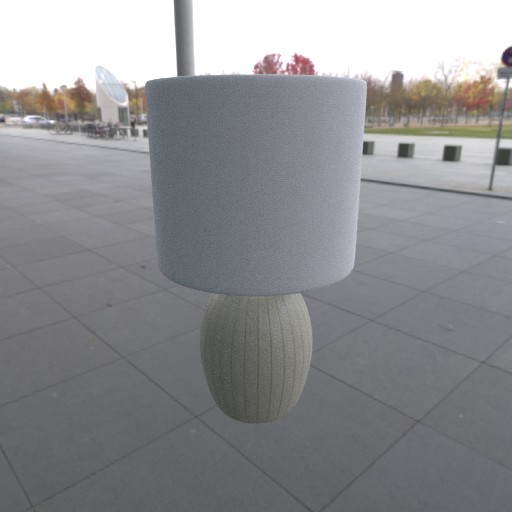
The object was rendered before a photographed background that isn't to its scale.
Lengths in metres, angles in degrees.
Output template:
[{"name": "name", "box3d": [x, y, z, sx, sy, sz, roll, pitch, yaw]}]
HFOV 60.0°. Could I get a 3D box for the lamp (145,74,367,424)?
[{"name": "lamp", "box3d": [0.000, 0.000, 0.755, 0.329, 0.570, 0.329, -9, 20, -26]}]
